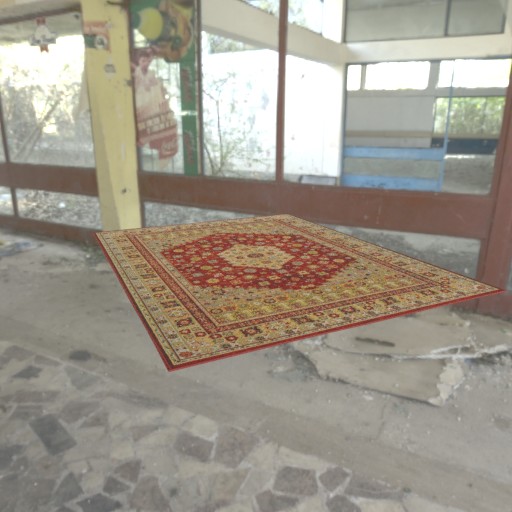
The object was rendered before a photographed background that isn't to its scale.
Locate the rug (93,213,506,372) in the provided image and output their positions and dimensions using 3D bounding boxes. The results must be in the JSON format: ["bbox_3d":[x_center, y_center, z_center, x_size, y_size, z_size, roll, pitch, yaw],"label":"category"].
[{"bbox_3d":[0.000,0.000,3.889,2.387,0.013,3.053,-8,18,-25],"label":"rug"}]
